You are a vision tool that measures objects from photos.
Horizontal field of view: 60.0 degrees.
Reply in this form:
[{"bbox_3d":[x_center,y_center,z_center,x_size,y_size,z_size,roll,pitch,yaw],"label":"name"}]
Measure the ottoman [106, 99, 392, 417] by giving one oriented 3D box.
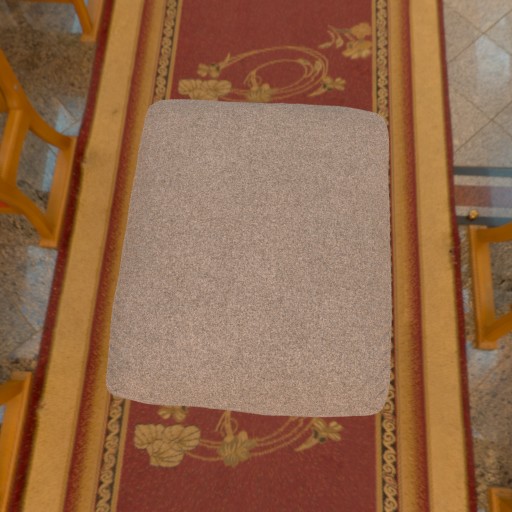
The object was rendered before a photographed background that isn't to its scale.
[{"bbox_3d":[0.000,0.000,1.253,0.683,0.481,0.837,4,73,1],"label":"ottoman"}]
